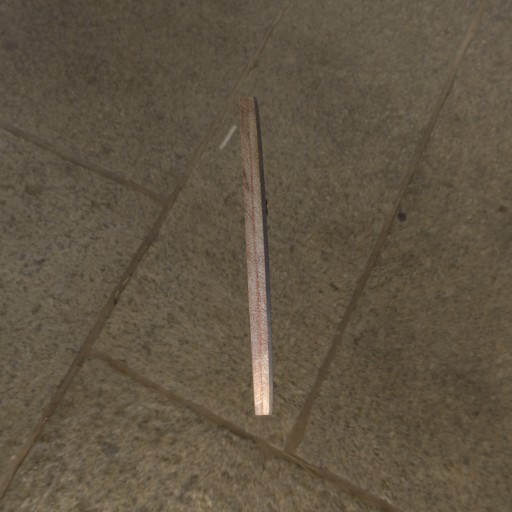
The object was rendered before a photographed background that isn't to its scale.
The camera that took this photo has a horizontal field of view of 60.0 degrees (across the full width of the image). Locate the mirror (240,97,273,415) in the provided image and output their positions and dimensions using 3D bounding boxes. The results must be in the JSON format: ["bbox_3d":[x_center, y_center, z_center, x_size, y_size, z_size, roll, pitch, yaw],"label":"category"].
[{"bbox_3d":[0.000,0.000,1.053,0.038,0.710,0.710,-3,75,-1],"label":"mirror"}]
